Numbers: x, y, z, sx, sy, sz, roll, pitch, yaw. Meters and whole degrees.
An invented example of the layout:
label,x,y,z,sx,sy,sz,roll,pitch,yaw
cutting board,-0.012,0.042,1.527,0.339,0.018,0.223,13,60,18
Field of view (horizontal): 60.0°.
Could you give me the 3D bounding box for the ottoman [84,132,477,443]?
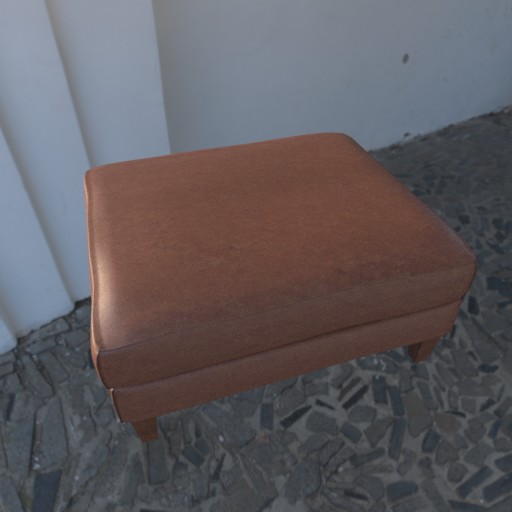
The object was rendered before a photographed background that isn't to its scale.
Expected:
label,x,y,z,sx,sy,sz,roll,pitch,yaw
ottoman,0.000,0.000,1.434,0.987,0.472,0.836,-12,42,-14
